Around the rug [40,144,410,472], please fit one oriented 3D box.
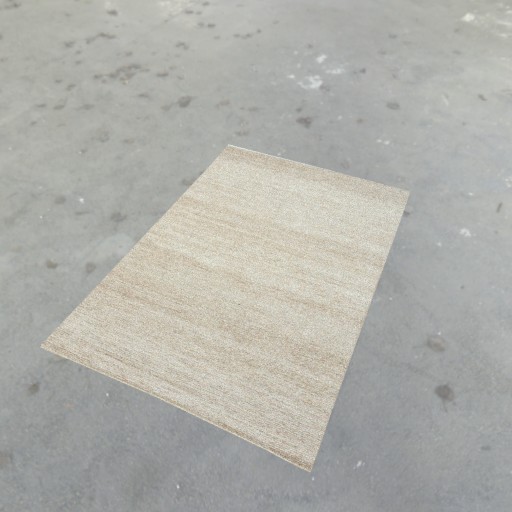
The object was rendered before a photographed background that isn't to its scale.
[{"bbox_3d":[0.000,0.000,2.950,1.596,0.030,2.283,19,49,17],"label":"rug"}]
